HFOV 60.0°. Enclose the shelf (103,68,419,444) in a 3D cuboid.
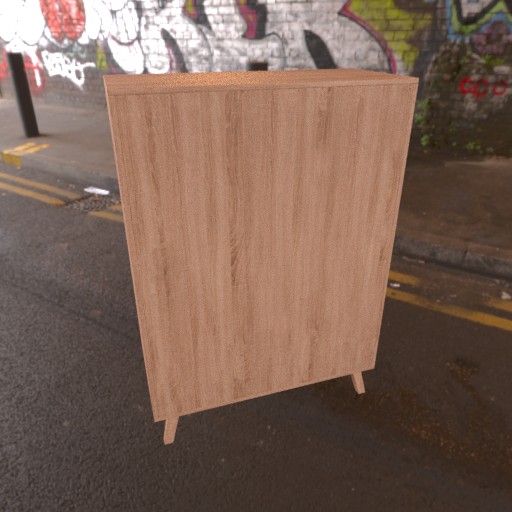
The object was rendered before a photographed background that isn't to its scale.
[{"bbox_3d":[0.000,0.000,1.844,1.000,1.390,0.450,-9,28,-16],"label":"shelf"}]
